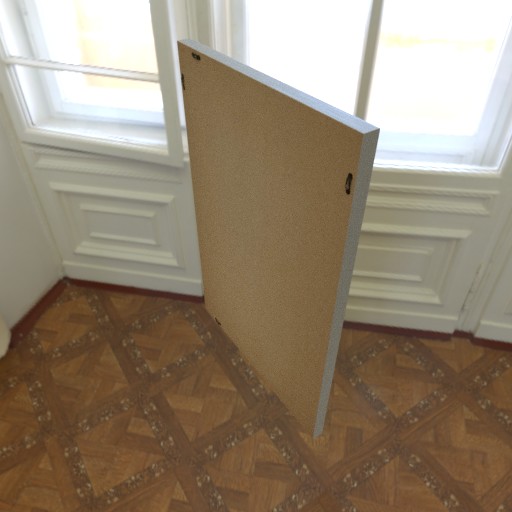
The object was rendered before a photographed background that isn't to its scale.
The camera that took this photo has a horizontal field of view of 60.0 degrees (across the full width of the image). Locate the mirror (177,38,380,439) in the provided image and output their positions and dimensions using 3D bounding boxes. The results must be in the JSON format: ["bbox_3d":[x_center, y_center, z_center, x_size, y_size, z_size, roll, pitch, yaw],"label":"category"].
[{"bbox_3d":[0.000,0.000,1.151,0.040,0.915,0.609,-24,46,-26],"label":"mirror"}]
